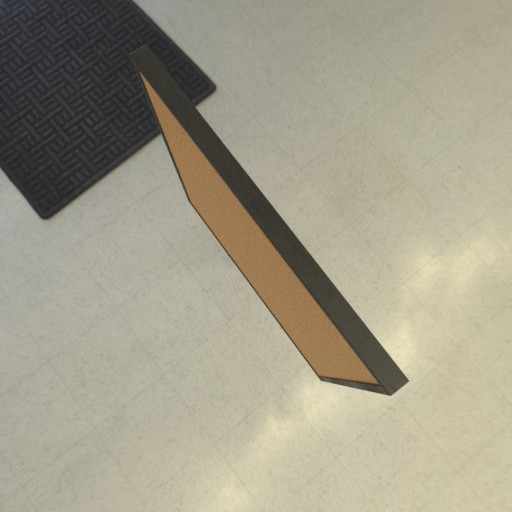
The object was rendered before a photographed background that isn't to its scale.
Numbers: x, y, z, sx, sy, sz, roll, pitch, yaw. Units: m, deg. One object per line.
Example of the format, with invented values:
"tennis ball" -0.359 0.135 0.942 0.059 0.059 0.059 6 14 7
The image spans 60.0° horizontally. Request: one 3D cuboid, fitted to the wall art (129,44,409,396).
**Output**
"wall art" 0.000 0.000 1.134 0.039 0.763 0.763 -35 79 -8
